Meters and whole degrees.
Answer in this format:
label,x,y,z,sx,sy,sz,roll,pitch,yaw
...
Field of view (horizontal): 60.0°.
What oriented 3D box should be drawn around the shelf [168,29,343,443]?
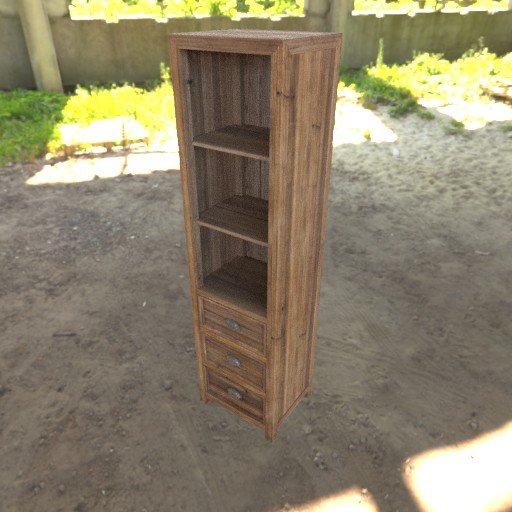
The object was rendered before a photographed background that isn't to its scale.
label,x,y,z,sx,sy,sz,roll,pitch,yaw
shelf,0.000,0.000,2.114,0.500,1.900,0.428,19,35,30
